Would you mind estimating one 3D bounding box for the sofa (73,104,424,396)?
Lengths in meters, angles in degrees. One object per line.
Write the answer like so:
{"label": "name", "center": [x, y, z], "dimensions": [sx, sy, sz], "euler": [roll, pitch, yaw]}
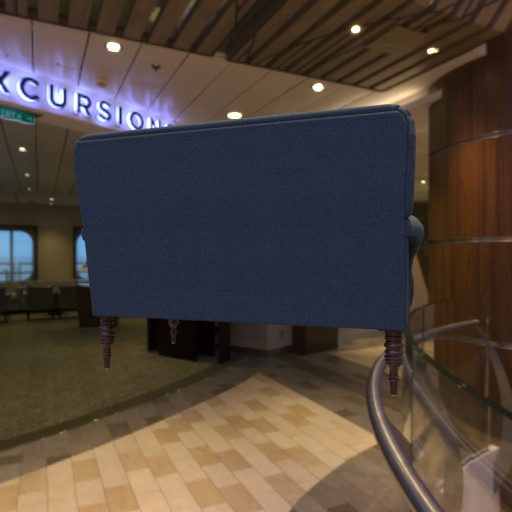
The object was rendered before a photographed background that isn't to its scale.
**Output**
{"label": "sofa", "center": [0.000, 0.000, 1.807], "dimensions": [1.297, 0.889, 0.779], "euler": [0, 0, 18]}
